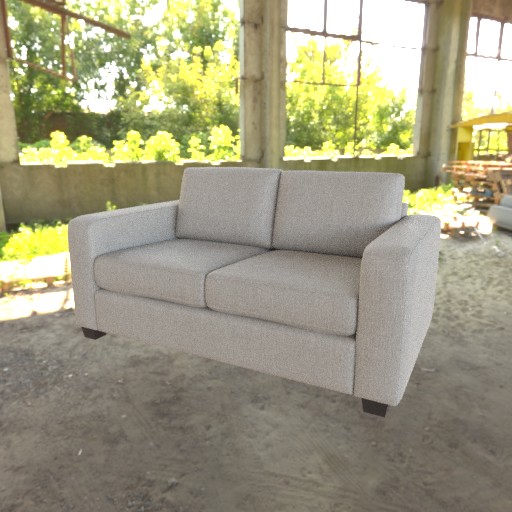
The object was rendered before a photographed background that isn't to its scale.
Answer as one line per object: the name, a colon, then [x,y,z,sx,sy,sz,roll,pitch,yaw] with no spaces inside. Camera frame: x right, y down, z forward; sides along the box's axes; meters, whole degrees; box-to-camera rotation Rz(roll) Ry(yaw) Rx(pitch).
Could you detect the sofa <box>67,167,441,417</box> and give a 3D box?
sofa: [0.000,0.000,2.104,1.540,0.800,0.900,7,15,27]
